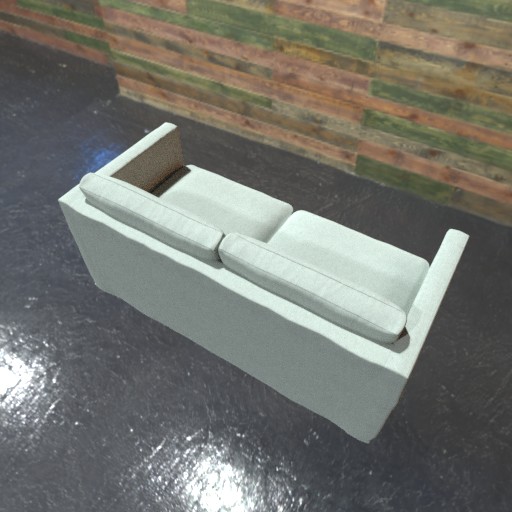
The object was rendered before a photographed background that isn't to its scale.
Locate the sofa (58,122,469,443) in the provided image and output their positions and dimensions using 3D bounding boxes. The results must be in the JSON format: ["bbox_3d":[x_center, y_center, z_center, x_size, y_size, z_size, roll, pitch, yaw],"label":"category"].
[{"bbox_3d":[0.000,0.000,2.512,1.987,0.870,0.940,25,53,21],"label":"sofa"}]
